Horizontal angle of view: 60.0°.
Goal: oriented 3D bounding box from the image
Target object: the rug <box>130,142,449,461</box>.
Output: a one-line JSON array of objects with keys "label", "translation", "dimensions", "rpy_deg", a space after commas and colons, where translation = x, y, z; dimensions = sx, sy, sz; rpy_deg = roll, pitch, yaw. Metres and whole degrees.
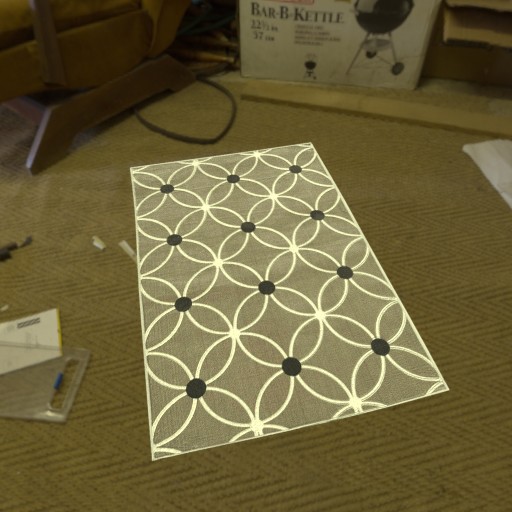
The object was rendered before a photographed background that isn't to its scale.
[{"label": "rug", "translation": [0.000, 0.000, 2.896], "dimensions": [1.522, 0.008, 2.284], "rpy_deg": [-10, 49, -9]}]
